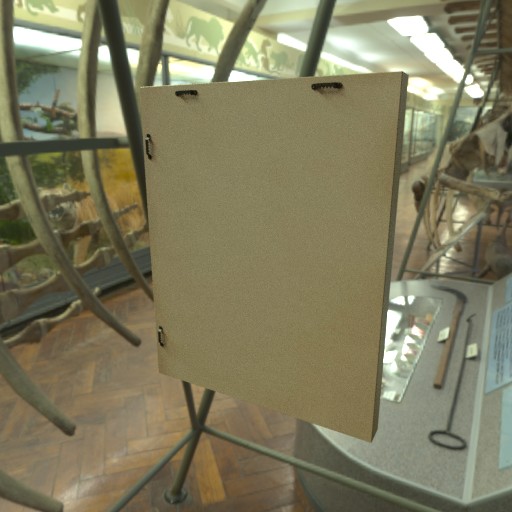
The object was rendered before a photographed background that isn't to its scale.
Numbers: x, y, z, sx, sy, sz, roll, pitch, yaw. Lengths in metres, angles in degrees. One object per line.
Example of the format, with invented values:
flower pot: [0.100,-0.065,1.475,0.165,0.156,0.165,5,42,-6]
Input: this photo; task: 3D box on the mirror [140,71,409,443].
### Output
mirror: [0.000,0.000,0.689,0.405,0.508,0.041,9,18,28]
